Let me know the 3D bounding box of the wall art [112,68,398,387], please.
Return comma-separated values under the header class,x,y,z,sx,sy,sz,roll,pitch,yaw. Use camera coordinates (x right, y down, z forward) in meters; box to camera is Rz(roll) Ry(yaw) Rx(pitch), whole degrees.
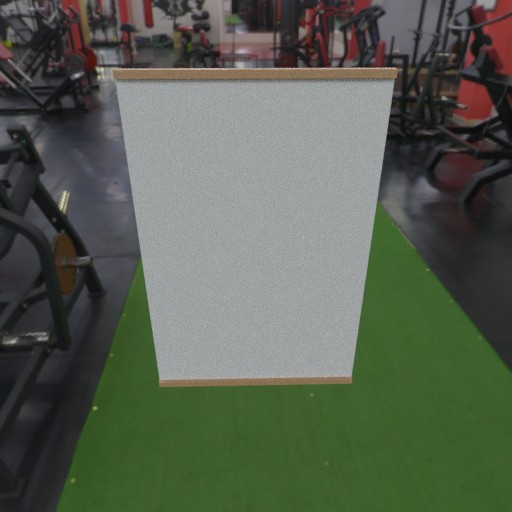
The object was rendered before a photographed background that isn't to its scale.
class,x,y,z,sx,sy,sz,roll,pitch,yaw
wall art,0.000,0.000,0.652,0.335,0.510,0.013,-1,30,-1
